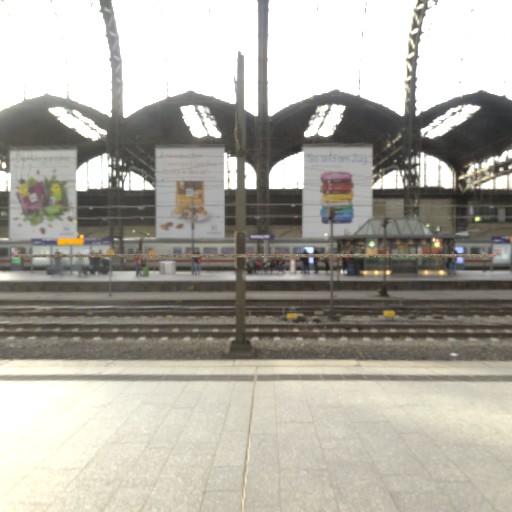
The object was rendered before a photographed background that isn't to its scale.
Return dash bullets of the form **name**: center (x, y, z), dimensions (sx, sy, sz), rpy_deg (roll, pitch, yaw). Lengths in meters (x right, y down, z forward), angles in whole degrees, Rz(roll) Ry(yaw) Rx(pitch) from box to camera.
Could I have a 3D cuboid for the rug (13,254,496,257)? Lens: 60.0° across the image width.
- **rug**: center (0.000, 0.000, 2.595), dimensions (2.413, 0.016, 0.810), rpy_deg (0, 0, -1)
